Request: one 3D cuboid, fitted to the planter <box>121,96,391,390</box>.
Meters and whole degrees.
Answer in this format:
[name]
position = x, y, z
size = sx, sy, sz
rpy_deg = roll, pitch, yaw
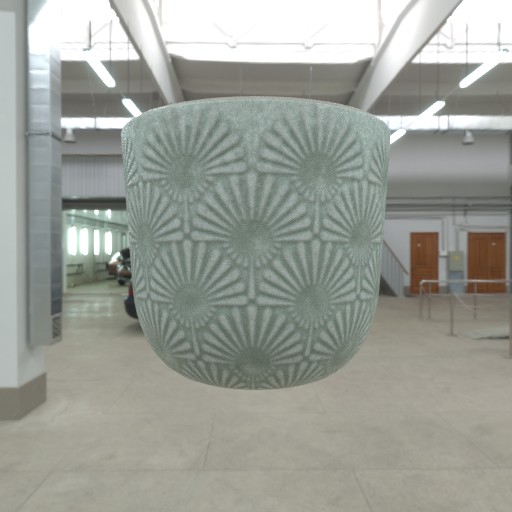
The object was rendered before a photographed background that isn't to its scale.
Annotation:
[planter]
position = 0.000, 0.000, 0.292
size = 0.170, 0.152, 0.170
rpy_deg = 0, 1, 0
